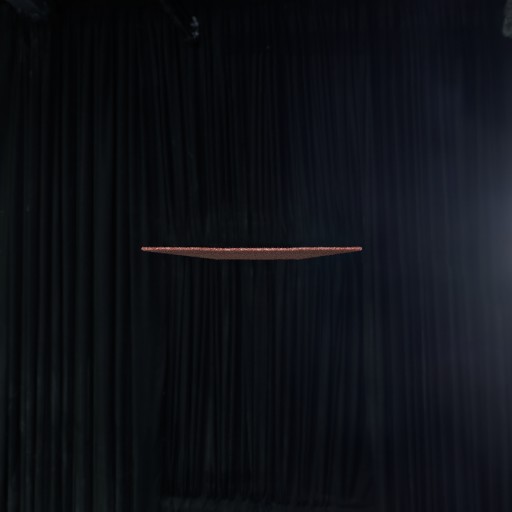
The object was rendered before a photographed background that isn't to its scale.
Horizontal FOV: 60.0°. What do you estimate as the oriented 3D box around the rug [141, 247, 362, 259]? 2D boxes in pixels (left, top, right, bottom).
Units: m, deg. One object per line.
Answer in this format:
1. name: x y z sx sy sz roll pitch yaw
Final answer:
1. rug: 0.000 0.000 2.517 0.687 0.012 2.307 0 -1 1
